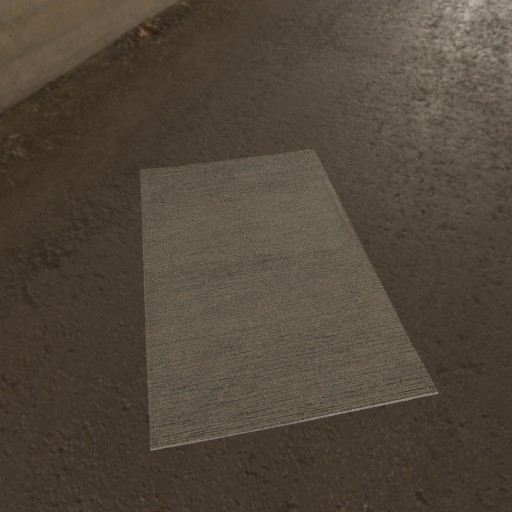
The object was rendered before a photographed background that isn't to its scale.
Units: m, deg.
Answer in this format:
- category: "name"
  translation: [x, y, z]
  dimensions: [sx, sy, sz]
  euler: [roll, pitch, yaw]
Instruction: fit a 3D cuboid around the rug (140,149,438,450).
- category: "rug"
  translation: [0.000, 0.000, 2.295]
  dimensions: [1.149, 0.021, 1.773]
  euler: [-8, 48, -8]
